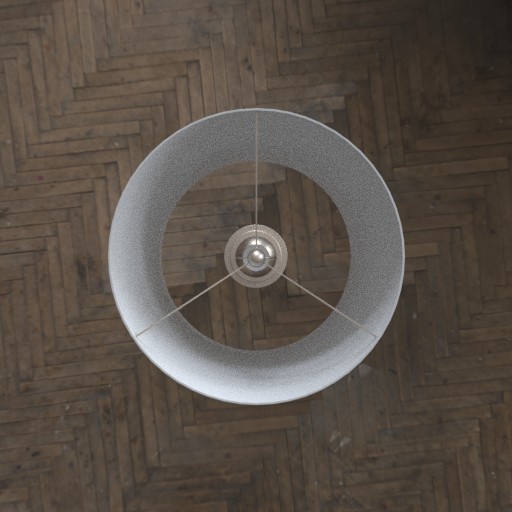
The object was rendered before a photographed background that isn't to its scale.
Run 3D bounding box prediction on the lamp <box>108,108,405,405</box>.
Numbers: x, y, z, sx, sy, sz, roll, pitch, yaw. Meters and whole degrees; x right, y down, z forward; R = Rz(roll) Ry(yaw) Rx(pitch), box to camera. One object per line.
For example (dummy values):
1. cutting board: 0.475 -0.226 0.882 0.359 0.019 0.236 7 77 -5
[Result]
1. lamp: 0.000 0.000 0.679 0.277 0.538 0.277 0 90 0
